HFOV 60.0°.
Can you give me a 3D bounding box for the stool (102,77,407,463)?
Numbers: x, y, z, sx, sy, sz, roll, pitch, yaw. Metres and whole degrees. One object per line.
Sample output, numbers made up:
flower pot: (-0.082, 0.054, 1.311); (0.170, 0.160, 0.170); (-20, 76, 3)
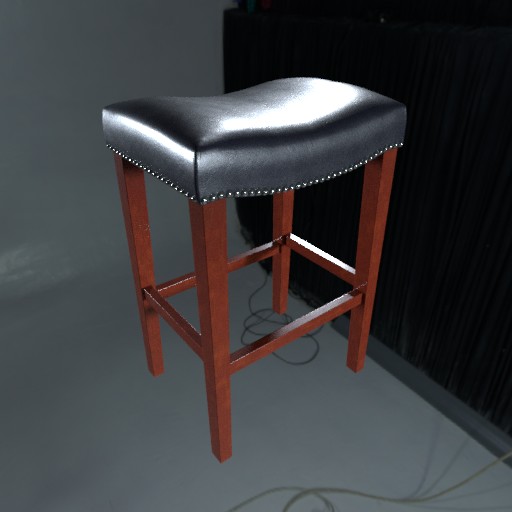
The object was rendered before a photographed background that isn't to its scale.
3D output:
stool: (0.000, 0.000, 1.051); (0.504, 0.742, 0.372); (-21, 37, -32)
